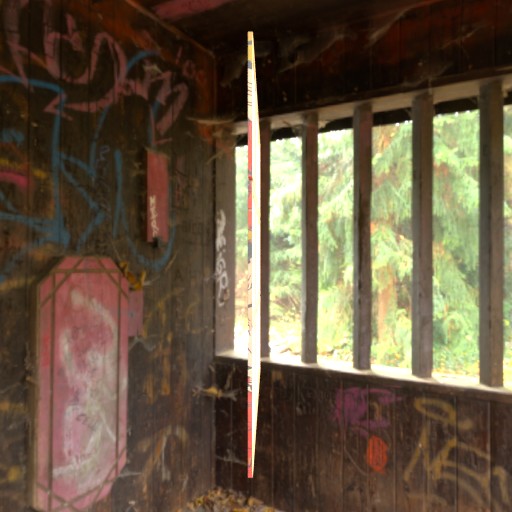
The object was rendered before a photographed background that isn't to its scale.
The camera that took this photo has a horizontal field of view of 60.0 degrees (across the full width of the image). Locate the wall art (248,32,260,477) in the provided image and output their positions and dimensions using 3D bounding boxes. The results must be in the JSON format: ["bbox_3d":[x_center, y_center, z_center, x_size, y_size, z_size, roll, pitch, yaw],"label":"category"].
[{"bbox_3d":[0.000,0.000,1.813,0.013,1.218,1.206,0,-1,2],"label":"wall art"}]
